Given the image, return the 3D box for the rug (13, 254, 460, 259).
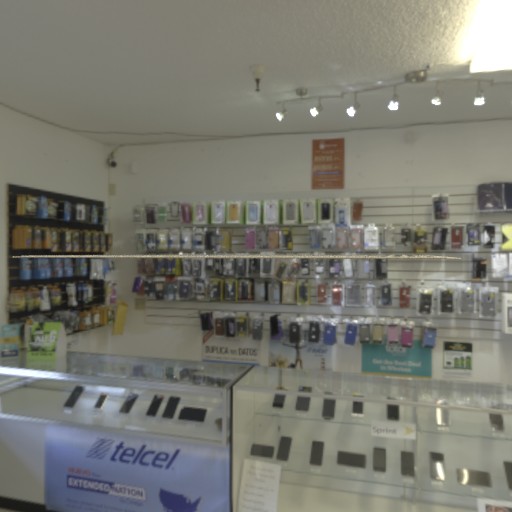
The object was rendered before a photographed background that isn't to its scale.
[{"bbox_3d":[0.000,0.000,3.764,2.910,0.013,2.256,0,0,18],"label":"rug"}]
